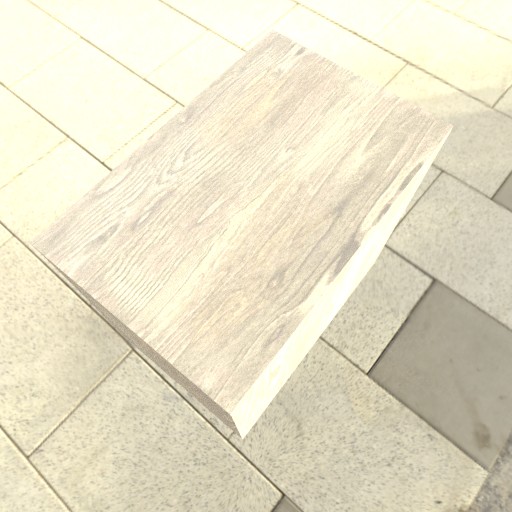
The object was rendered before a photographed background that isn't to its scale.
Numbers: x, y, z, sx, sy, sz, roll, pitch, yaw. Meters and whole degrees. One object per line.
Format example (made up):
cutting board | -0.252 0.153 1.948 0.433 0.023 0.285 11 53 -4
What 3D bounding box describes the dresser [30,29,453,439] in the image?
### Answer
dresser | 0.000 0.000 1.307 0.529 0.762 0.809 36 70 16
